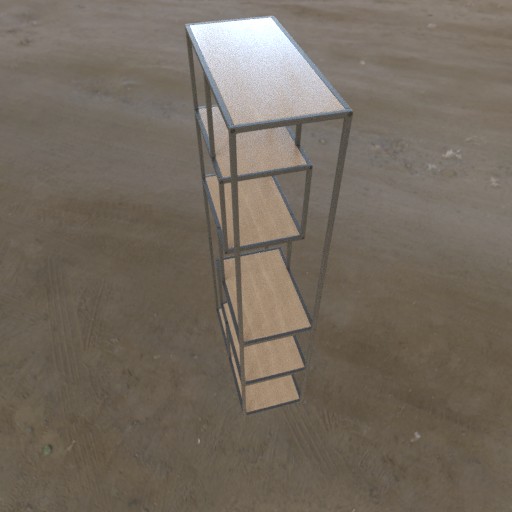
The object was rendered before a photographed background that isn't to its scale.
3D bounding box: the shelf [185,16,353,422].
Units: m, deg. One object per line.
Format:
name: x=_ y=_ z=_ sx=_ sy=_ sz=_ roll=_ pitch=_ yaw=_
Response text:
shelf: x=0.000 y=0.000 z=2.116 sx=0.350 sy=1.850 sz=0.770 roll=-11 pitch=48 yaw=-10
